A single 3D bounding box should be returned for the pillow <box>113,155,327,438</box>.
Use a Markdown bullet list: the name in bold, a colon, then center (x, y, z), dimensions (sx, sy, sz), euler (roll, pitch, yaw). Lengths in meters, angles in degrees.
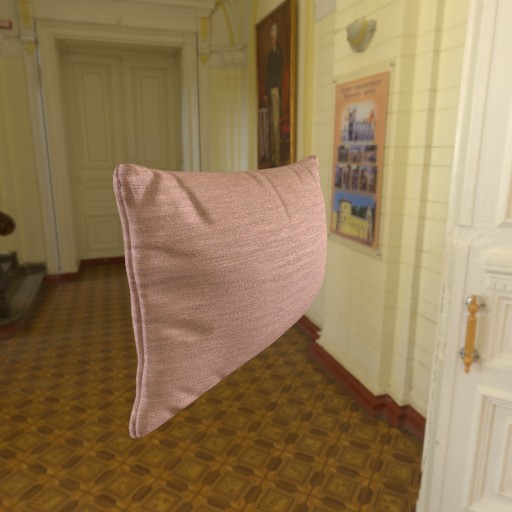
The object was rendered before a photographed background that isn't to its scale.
- **pillow**: center (0.000, 0.000, 0.781), dimensions (0.210, 0.338, 0.633), euler (7, 15, 26)
